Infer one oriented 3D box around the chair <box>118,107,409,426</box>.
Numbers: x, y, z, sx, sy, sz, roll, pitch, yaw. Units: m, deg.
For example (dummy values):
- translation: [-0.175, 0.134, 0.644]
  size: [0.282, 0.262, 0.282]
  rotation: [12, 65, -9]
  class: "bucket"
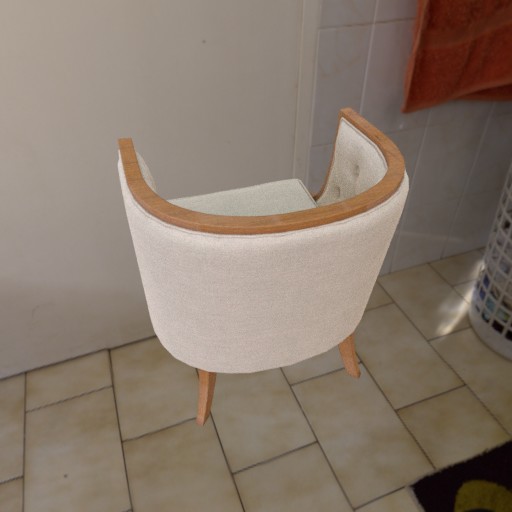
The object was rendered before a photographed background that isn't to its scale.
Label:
- translation: [0.000, 0.000, 1.398]
  size: [0.711, 0.775, 0.757]
  rotation: [-12, 42, -14]
  class: "chair"
